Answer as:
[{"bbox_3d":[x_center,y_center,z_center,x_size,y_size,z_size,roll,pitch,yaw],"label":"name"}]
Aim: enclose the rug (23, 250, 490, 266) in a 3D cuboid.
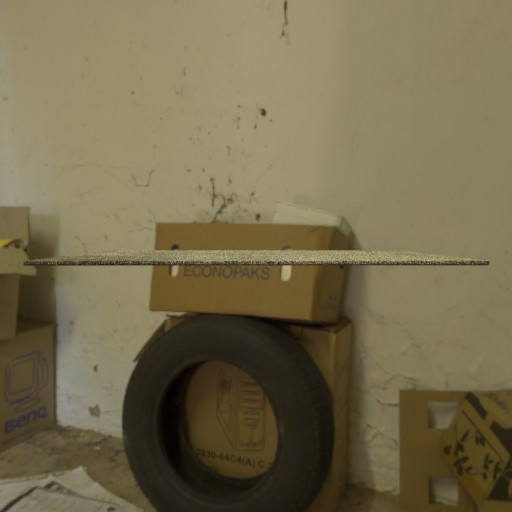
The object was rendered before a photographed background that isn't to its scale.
[{"bbox_3d":[0.000,0.000,2.973,2.352,0.025,1.501,0,3,0],"label":"rug"}]
